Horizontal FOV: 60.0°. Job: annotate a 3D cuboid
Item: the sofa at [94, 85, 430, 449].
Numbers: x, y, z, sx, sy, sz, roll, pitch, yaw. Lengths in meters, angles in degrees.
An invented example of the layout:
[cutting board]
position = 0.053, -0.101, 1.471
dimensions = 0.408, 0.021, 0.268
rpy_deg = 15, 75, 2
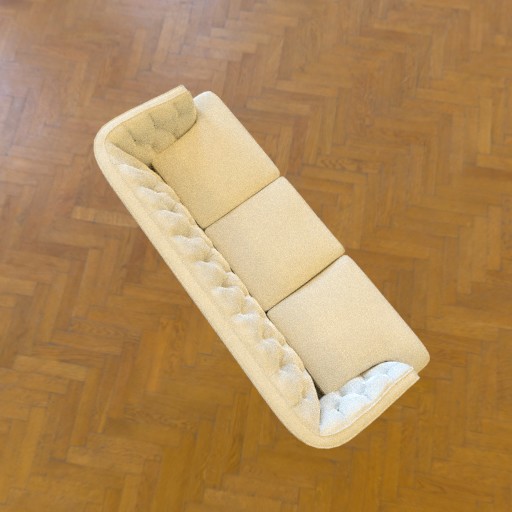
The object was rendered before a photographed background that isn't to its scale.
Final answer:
[sofa]
position = 0.000, 0.000, 2.792
dimensions = 0.941, 0.855, 2.278
rpy_deg = -36, 79, -8
